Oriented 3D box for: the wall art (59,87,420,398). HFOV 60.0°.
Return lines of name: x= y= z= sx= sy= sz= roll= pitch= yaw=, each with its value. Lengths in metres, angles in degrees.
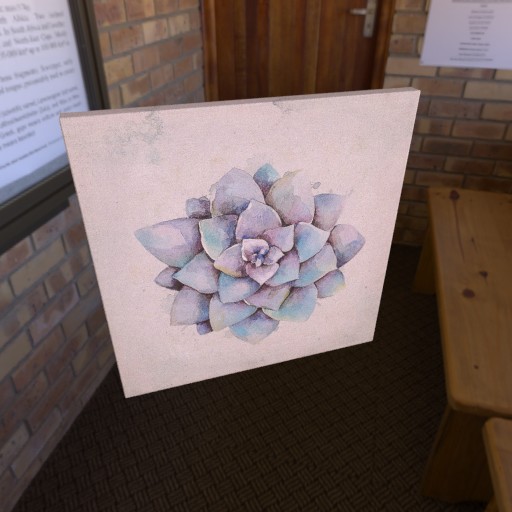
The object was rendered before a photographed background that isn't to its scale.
wall art: x=0.000 y=0.000 z=1.120 sx=0.762 sy=0.762 sz=0.038 roll=-9 pitch=34 yaw=-14
